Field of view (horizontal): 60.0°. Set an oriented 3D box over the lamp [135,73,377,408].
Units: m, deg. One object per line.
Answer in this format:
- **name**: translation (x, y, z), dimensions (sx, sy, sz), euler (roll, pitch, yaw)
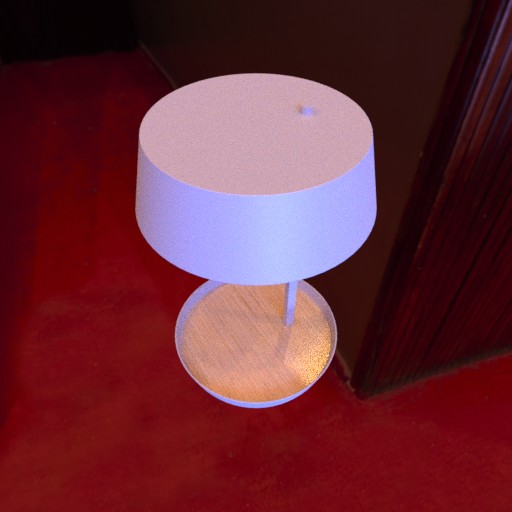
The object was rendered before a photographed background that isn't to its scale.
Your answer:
- **lamp**: translation (0.000, 0.000, 0.623), dimensions (0.291, 0.429, 0.291), euler (0, 46, 0)
